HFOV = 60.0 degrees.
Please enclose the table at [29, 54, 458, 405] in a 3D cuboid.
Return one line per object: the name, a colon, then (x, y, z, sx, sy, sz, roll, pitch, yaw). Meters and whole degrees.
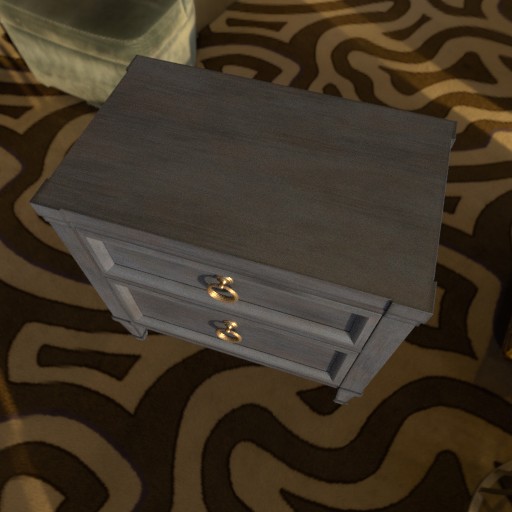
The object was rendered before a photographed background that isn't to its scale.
table: (0.000, 0.000, 1.062, 0.660, 0.660, 0.413, 15, 60, 9)
